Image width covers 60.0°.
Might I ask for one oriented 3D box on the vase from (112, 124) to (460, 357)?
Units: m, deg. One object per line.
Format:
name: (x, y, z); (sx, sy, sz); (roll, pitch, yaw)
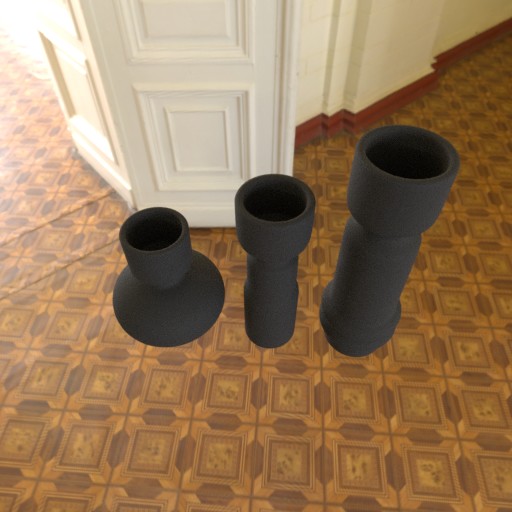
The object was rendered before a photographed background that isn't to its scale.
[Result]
vase: (0.000, 0.000, 0.423); (0.307, 0.249, 0.120); (3, 49, 3)
